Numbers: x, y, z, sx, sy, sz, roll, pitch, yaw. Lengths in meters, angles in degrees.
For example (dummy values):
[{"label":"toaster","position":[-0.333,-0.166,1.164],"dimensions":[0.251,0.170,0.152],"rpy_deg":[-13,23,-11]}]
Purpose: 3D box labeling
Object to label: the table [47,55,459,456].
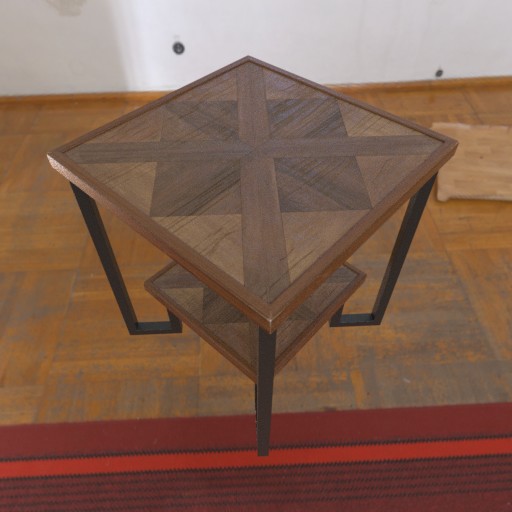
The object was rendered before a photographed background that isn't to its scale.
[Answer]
[{"label":"table","position":[0.000,0.000,0.969],"dimensions":[0.503,0.563,0.503],"rpy_deg":[34,57,27]}]
